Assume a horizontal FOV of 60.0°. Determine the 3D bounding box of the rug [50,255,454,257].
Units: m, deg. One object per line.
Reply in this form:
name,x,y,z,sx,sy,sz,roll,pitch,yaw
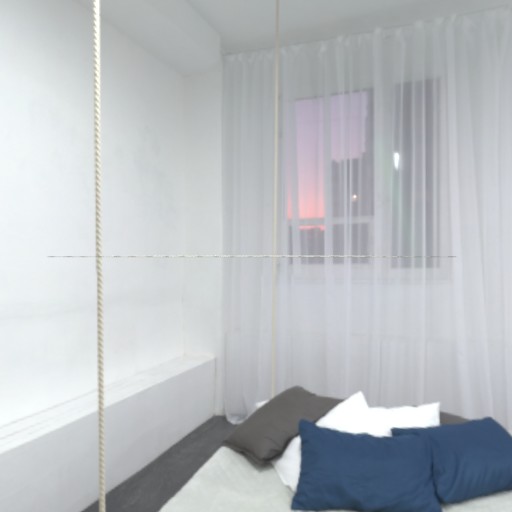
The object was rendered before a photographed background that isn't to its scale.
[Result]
rug,0.000,0.000,4.203,2.439,0.005,3.201,0,0,1
